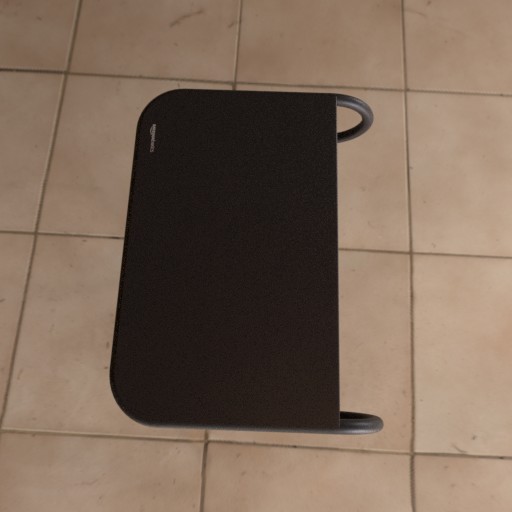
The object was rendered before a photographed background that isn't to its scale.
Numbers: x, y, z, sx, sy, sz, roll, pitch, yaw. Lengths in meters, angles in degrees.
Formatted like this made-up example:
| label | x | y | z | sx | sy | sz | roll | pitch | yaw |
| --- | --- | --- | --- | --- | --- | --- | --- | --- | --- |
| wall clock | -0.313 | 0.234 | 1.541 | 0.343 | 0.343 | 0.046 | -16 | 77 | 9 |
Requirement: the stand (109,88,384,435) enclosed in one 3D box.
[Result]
| label | x | y | z | sx | sy | sz | roll | pitch | yaw |
| --- | --- | --- | --- | --- | --- | --- | --- | --- | --- |
| stand | 0.000 | 0.000 | 0.514 | 0.280 | 0.108 | 0.370 | 2 | 76 | 0 |
